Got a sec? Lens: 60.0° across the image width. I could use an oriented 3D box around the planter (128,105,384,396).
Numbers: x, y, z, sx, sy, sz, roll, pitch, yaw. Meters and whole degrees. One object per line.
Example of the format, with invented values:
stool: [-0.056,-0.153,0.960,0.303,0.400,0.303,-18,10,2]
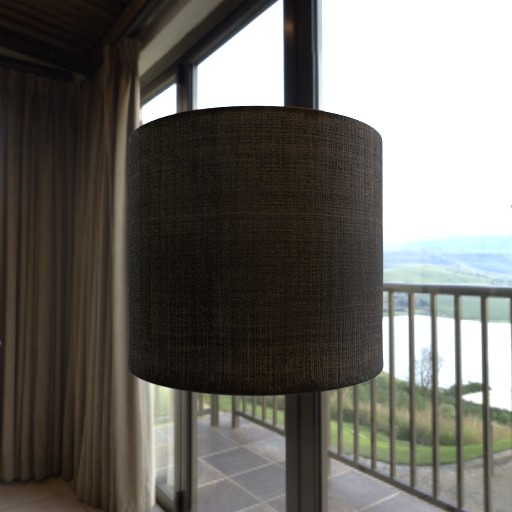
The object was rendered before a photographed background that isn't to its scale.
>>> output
planter: [0.000,0.000,0.458,0.254,0.221,0.254,0,-2,0]
